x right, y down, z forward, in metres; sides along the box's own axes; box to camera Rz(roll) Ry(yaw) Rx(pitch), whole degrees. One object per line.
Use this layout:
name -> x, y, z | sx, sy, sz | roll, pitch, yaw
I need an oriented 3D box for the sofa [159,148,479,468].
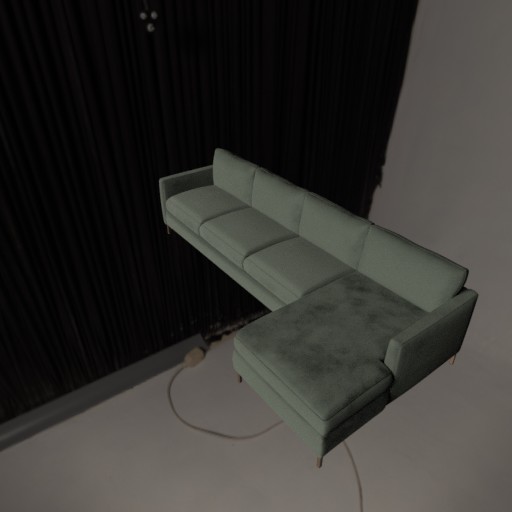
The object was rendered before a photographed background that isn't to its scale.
sofa -> 0.000, 0.000, 3.250 | 1.255, 0.756, 2.725 | -22, 38, -30
